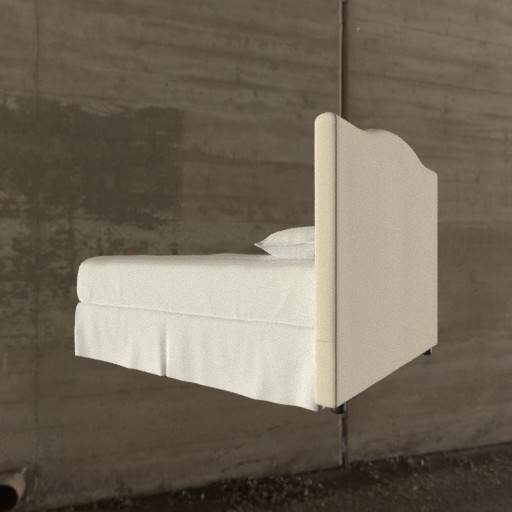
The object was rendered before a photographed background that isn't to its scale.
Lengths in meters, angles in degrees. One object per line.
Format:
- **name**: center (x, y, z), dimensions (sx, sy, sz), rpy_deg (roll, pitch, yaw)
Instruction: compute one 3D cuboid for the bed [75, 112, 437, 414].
- **bed**: center (0.000, 0.000, 3.263), dimensions (2.143, 1.460, 1.753), rpy_deg (0, 0, 36)
